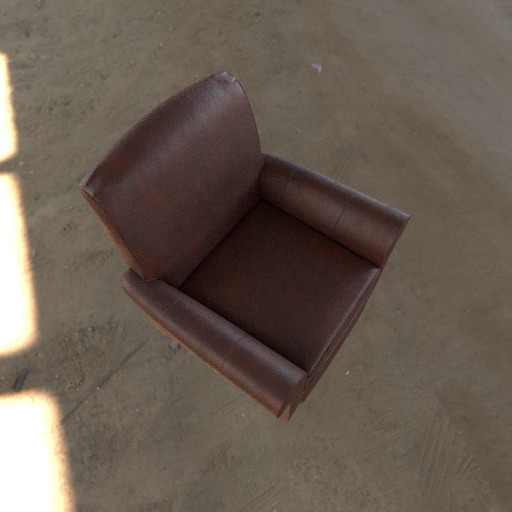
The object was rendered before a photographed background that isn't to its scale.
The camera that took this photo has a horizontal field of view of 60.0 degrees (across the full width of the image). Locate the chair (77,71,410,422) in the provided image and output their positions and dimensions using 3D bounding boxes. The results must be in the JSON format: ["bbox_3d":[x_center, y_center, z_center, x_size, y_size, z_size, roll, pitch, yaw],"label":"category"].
[{"bbox_3d":[0.000,0.000,1.807,0.902,1.061,0.978,31,62,19],"label":"chair"}]
